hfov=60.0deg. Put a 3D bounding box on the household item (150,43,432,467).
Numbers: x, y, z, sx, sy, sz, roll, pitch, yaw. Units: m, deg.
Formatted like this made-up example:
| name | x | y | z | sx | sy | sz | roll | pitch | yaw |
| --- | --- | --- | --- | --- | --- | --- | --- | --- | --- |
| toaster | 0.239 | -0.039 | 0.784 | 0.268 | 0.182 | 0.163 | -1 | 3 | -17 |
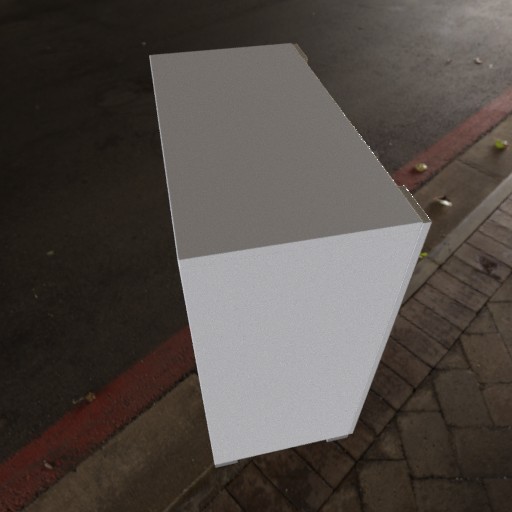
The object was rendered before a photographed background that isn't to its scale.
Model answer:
| name | x | y | z | sx | sy | sz | roll | pitch | yaw |
| --- | --- | --- | --- | --- | --- | --- | --- | --- | --- |
| household item | 0.000 | 0.000 | 1.284 | 0.420 | 0.870 | 0.800 | -9 | 46 | -9 |
